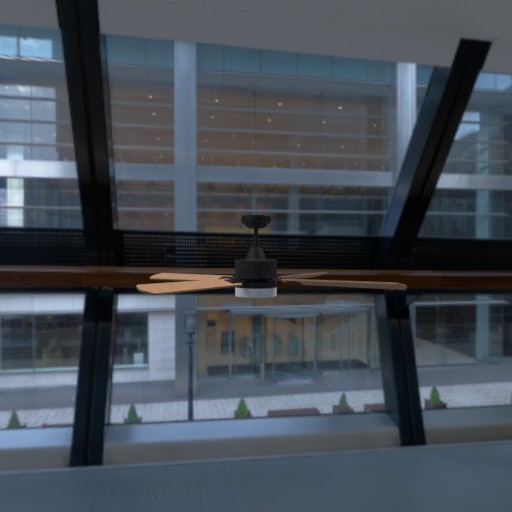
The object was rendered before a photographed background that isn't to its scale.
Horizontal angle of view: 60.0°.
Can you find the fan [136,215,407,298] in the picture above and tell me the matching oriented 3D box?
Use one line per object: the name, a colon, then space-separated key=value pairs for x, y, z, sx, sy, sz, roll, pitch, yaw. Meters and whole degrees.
fan: x=0.000 y=0.000 z=1.976 sx=1.320 sy=0.355 sz=1.320 roll=0 pitch=0 yaw=34
